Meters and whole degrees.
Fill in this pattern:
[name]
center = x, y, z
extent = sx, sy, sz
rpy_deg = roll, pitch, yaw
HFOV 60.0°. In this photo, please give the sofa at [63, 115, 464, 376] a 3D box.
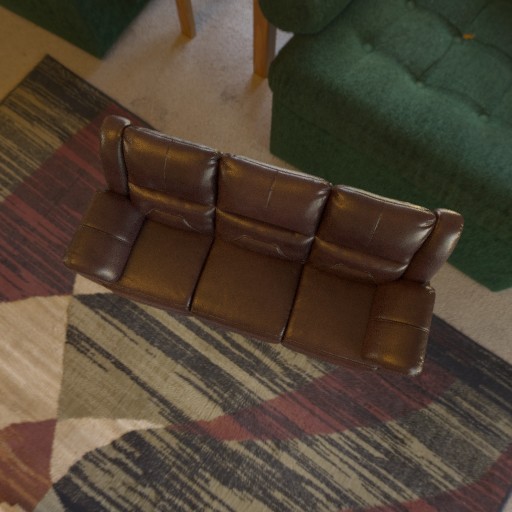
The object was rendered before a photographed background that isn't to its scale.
[sofa]
center = 0.000, 0.000, 2.920
extent = 2.337, 1.043, 0.991
rpy_deg = 17, 76, 4
